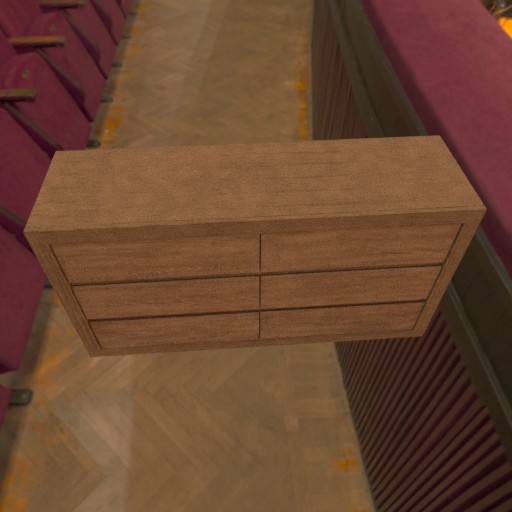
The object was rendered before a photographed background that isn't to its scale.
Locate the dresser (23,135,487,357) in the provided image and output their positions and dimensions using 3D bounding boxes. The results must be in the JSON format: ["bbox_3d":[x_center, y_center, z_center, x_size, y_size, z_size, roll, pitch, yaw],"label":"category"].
[{"bbox_3d":[0.000,0.000,2.039,1.628,0.889,0.483,-3,48,-3],"label":"dresser"}]
